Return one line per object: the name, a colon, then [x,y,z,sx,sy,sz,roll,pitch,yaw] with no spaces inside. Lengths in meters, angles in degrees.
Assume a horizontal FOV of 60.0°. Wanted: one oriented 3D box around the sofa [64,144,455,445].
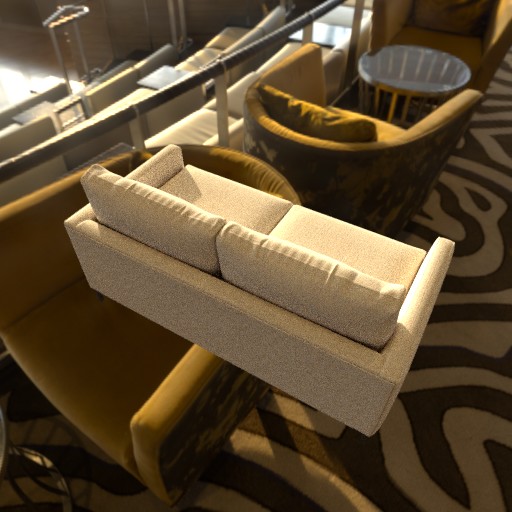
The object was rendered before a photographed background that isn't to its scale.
sofa: [0.000,0.000,2.155,1.651,0.812,0.839,23,50,21]
